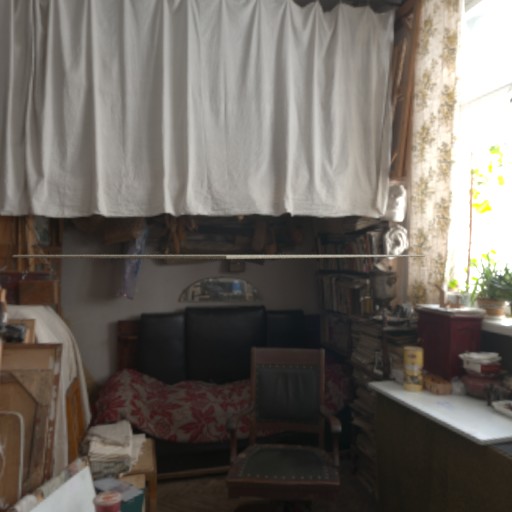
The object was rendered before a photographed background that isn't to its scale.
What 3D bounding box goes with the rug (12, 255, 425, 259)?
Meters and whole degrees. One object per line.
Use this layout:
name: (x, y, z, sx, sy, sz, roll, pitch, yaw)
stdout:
rug: (0.000, 0.000, 2.946, 1.531, 0.014, 2.441, 0, 0, 36)
